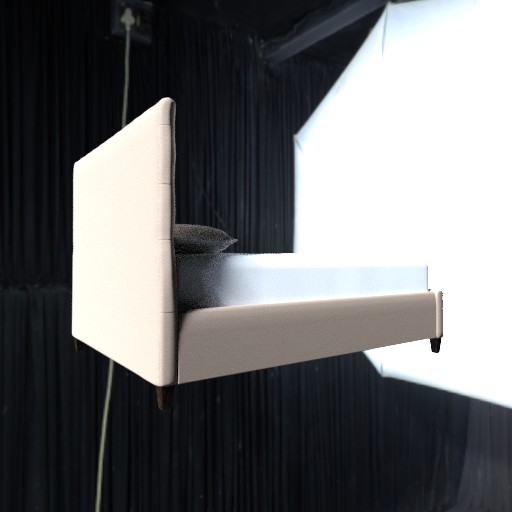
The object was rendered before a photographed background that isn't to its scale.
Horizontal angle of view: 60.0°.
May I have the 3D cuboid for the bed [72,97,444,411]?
[{"bbox_3d":[0.000,0.000,3.306,2.233,1.426,1.696,0,-1,-35],"label":"bed"}]
